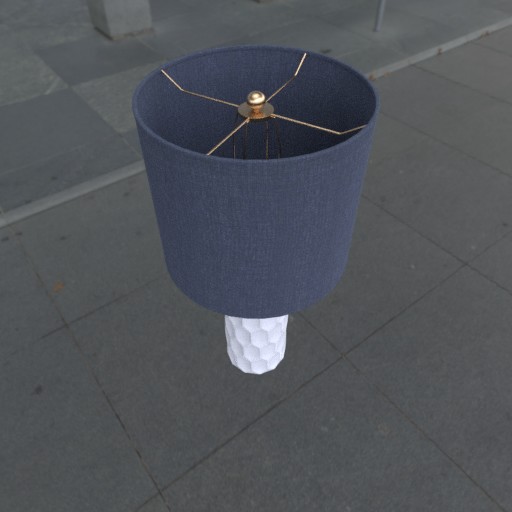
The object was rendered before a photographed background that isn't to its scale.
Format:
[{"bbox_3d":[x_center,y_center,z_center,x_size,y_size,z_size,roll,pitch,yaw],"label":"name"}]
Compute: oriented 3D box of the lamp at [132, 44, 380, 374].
[{"bbox_3d":[0.000,0.000,0.696,0.277,0.537,0.277,-17,48,-15],"label":"lamp"}]
